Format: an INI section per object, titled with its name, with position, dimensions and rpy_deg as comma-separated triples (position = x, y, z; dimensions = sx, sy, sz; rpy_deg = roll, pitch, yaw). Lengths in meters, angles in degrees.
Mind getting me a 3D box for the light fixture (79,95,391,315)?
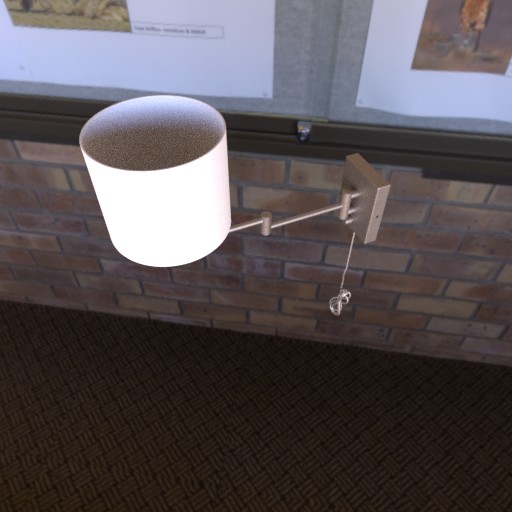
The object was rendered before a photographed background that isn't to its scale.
[light fixture]
position = 0.000, 0.000, 0.904
dimensions = 0.516, 0.651, 0.203
rpy_deg = -17, 49, -16
